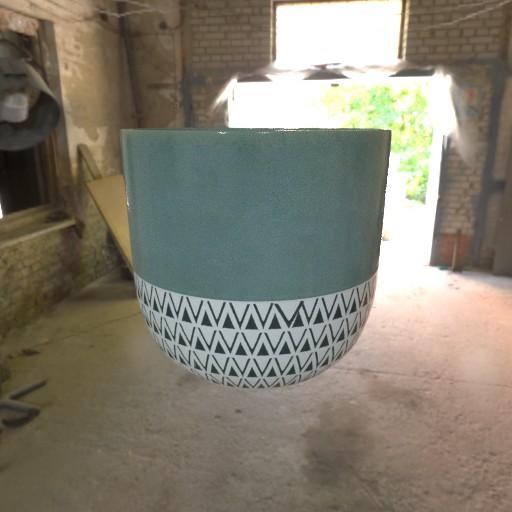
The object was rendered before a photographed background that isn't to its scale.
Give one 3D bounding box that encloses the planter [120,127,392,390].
[{"bbox_3d":[0.000,0.000,0.489,0.266,0.270,0.266,0,17,0],"label":"planter"}]
